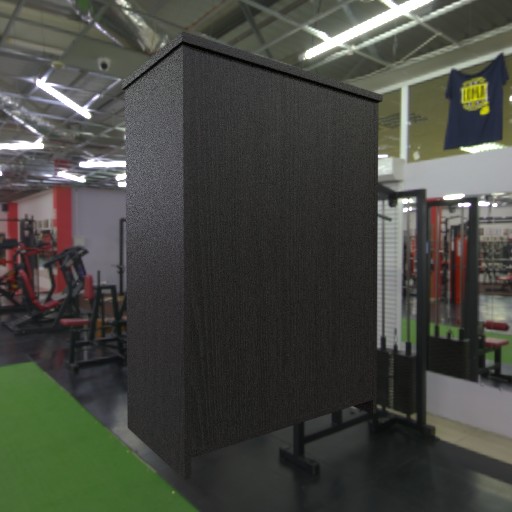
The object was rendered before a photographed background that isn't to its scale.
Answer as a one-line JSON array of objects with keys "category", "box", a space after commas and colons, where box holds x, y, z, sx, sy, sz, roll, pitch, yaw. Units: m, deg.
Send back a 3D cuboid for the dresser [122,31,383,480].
[{"category": "dresser", "box": [0.000, 0.000, 1.370, 0.704, 1.020, 0.399, -1, 2, -36]}]
